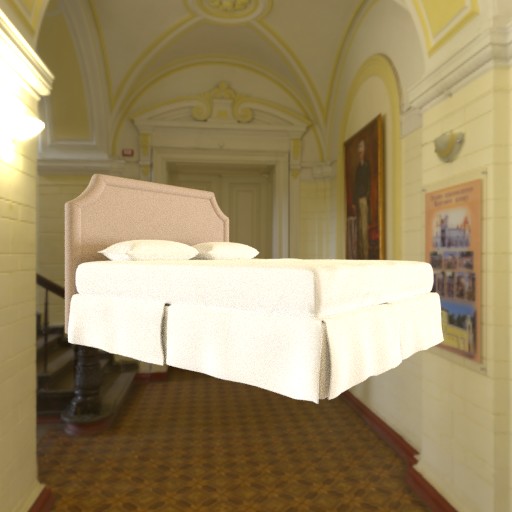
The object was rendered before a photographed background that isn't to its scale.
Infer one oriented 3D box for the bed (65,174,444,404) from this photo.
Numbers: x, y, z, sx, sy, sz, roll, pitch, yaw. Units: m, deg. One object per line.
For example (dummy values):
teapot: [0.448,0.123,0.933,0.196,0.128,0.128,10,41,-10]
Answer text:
bed: [0.000,0.000,4.096,2.773,1.590,2.350,0,0,38]
